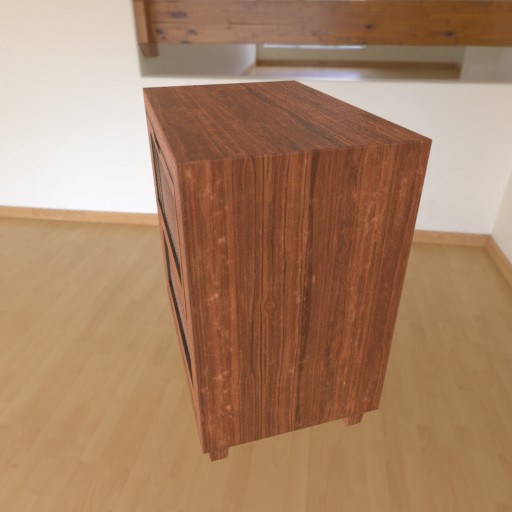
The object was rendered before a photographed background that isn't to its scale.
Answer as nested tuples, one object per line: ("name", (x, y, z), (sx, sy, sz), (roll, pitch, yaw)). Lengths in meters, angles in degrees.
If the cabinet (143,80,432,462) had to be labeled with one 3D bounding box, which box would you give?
("cabinet", (0.000, 0.000, 1.072), (0.410, 0.695, 0.607), (-8, 31, -14))
